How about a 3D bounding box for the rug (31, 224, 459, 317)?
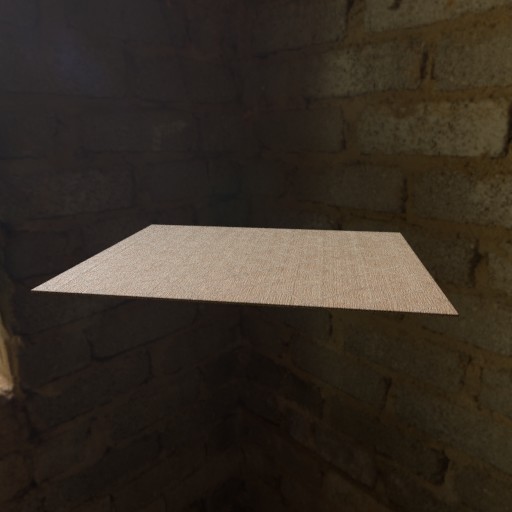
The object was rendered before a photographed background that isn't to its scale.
[{"bbox_3d":[0.000,0.000,4.242,3.039,0.019,2.420,2,16,8],"label":"rug"}]
